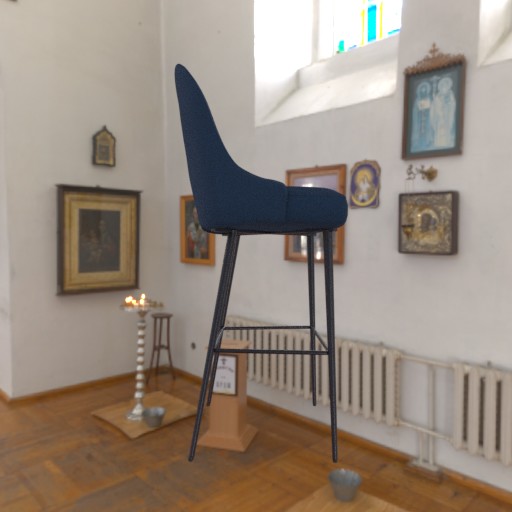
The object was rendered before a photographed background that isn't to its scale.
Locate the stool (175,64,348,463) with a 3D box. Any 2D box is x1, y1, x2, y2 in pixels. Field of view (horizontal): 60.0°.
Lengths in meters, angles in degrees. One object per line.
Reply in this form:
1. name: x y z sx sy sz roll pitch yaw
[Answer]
1. stool: 0.000 0.000 1.368 0.489 1.079 0.527 0 1 0
